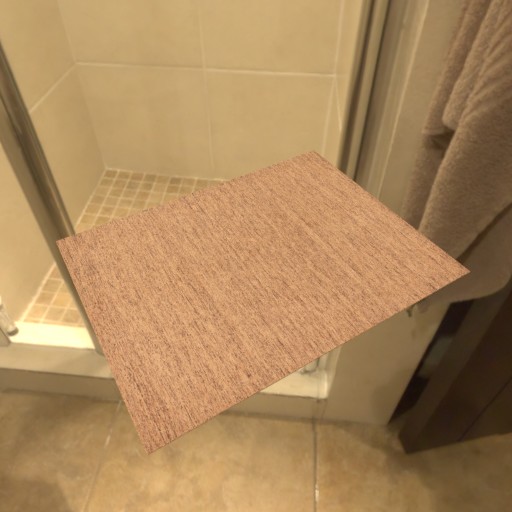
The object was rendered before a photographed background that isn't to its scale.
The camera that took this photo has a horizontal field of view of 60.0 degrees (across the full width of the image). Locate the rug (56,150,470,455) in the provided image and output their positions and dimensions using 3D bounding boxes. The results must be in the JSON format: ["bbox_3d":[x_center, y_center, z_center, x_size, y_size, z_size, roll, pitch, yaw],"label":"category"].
[{"bbox_3d":[0.000,0.000,4.295,3.205,0.013,2.448,-24,50,-21],"label":"rug"}]
